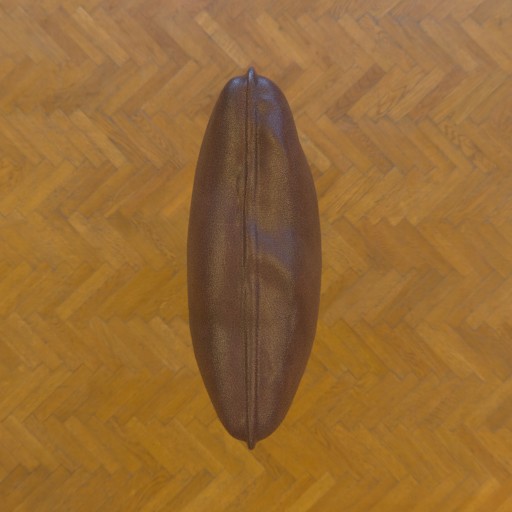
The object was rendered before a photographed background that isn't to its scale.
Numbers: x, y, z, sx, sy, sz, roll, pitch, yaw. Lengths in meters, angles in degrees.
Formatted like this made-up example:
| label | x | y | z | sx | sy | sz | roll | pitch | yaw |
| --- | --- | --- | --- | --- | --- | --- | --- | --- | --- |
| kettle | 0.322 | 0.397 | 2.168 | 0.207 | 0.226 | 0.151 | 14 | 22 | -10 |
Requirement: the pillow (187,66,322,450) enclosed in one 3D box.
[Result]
| label | x | y | z | sx | sy | sz | roll | pitch | yaw |
| --- | --- | --- | --- | --- | --- | --- | --- | --- | --- |
| pillow | 0.000 | 0.000 | 0.835 | 0.236 | 0.523 | 0.532 | 0 | 90 | 0 |
